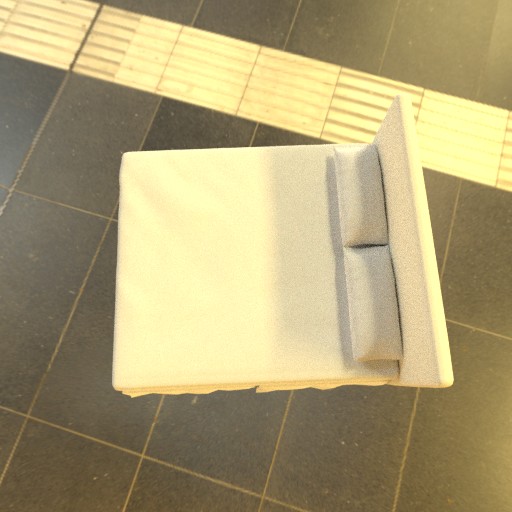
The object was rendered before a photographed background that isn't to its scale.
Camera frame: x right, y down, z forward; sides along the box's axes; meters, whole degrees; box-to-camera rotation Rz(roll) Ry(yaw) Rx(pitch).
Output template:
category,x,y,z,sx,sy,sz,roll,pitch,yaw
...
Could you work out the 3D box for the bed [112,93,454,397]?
category,x,y,z,sx,sy,sz,roll,pitch,yaw
bed,0.000,0.000,3.528,2.341,1.317,2.119,-2,75,-1
